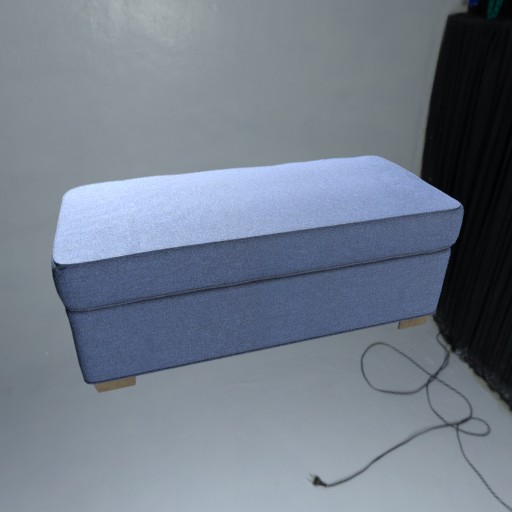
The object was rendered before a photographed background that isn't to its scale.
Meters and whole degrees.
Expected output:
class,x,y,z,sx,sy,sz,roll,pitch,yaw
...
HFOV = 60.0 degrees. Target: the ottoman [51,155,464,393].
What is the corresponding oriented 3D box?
class,x,y,z,sx,sy,sz,roll,pitch,yaw
ottoman,0.000,0.000,1.408,1.110,0.460,0.515,-9,32,-14
